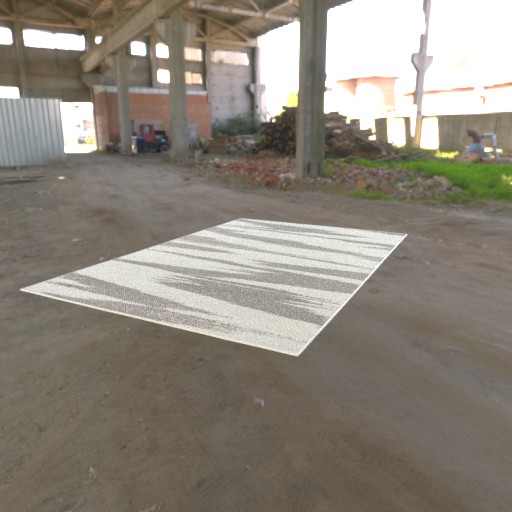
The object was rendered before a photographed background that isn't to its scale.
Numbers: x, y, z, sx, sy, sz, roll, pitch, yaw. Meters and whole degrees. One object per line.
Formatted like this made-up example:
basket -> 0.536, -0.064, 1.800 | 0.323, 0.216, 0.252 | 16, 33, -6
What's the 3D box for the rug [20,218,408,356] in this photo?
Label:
rug -> 0.000, 0.000, 2.309 | 1.225, 0.008, 1.827 | 8, 17, 27
